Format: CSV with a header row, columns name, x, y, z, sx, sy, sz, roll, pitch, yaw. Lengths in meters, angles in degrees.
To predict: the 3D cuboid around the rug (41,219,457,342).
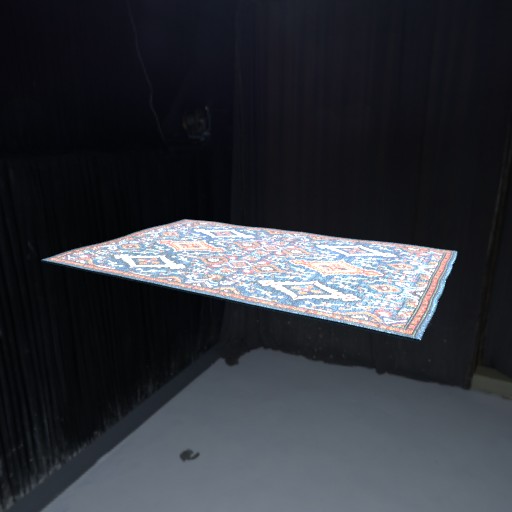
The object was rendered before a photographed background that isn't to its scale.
name,x,y,z,sx,sy,sz,roll,pitch,yaw
rug,0.000,0.000,2.319,1.847,0.014,1.195,9,18,27
